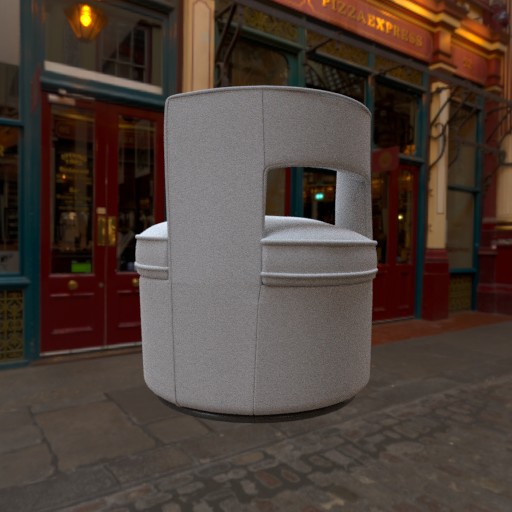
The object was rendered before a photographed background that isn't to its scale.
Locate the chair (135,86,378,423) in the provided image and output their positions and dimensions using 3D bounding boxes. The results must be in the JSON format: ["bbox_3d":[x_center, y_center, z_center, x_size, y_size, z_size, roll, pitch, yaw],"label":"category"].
[{"bbox_3d":[0.000,0.000,1.232,0.650,0.723,0.665,-1,1,-35],"label":"chair"}]
